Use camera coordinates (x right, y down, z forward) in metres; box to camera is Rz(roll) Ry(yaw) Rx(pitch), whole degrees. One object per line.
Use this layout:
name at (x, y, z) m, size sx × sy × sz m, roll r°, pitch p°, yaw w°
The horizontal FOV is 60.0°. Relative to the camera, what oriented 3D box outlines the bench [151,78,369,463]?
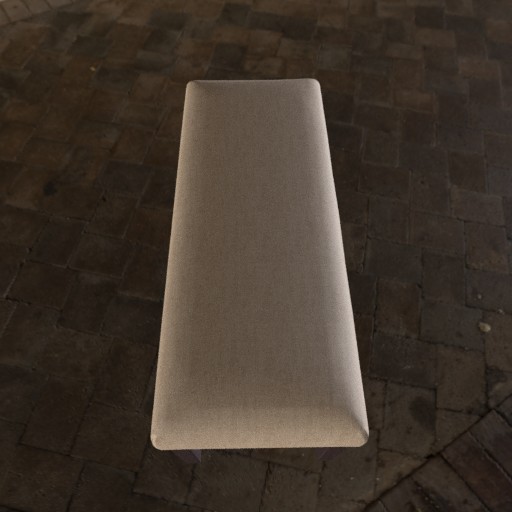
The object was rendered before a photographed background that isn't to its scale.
bench at (0.000, 0.000, 1.219) m, size 0.407 × 0.456 × 1.013 m, roll -1°, pitch 58°, yaw 0°
